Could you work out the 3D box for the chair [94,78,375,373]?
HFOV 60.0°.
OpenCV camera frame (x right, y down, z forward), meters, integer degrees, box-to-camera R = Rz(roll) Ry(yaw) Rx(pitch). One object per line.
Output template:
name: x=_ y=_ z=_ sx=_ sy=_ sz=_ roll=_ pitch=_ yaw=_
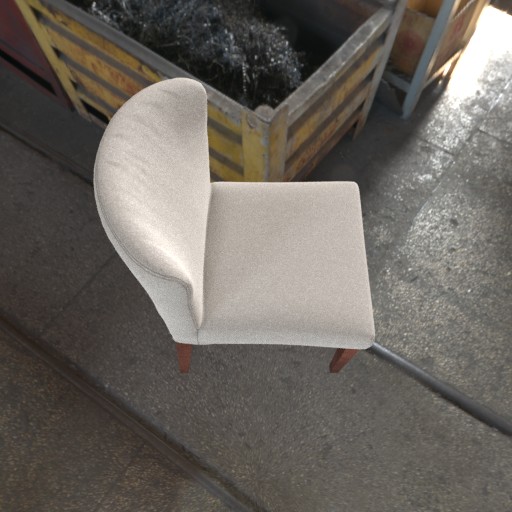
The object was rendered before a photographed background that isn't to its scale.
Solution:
chair: x=0.000 y=0.000 z=1.180 sx=0.592 sy=0.839 sz=0.491 roll=0 pitch=63 yaw=0
